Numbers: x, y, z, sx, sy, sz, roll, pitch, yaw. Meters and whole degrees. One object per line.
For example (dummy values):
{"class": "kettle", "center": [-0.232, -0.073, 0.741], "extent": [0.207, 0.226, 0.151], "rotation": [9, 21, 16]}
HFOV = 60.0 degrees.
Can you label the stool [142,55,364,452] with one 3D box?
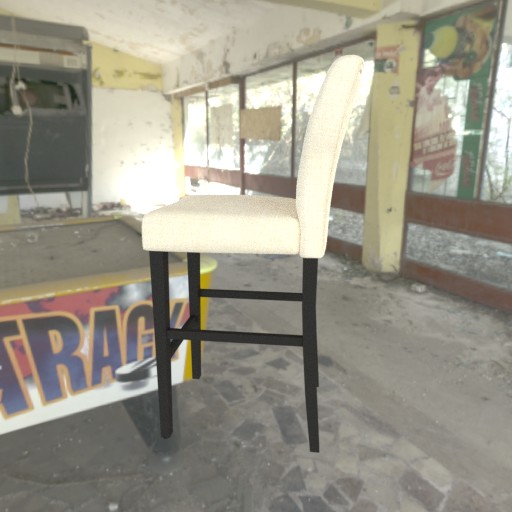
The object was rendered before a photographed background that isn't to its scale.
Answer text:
{"class": "stool", "center": [0.000, 0.000, 1.438], "extent": [0.603, 1.124, 0.516], "rotation": [2, 14, 7]}
